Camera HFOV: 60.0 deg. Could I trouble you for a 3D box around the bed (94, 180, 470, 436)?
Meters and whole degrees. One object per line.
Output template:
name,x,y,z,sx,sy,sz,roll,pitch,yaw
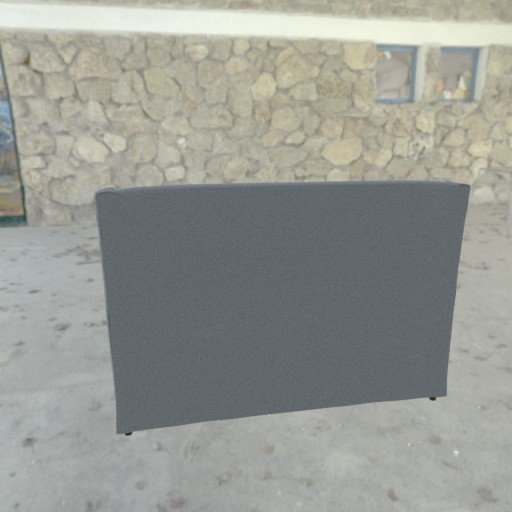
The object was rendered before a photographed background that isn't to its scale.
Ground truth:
bed,0.000,0.000,3.399,1.925,1.332,2.276,-3,15,-10
